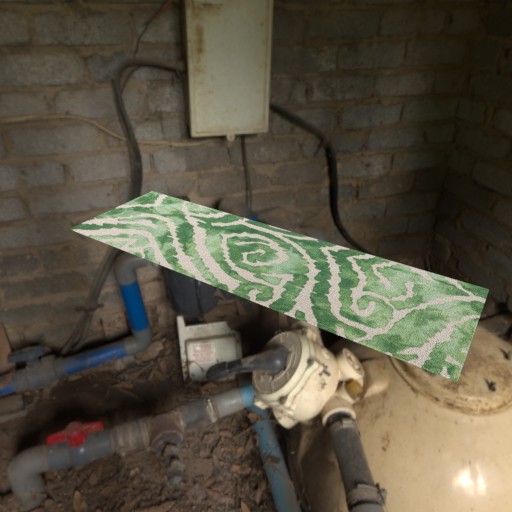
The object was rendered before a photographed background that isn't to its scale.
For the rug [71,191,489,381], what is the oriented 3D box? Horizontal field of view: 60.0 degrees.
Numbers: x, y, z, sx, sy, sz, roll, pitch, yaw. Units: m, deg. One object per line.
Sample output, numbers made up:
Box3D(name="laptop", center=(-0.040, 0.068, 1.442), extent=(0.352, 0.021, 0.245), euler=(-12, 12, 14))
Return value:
Box3D(name="rug", center=(0.000, 0.000, 2.635), extent=(2.438, 0.006, 0.761), euler=(19, 36, 28))
